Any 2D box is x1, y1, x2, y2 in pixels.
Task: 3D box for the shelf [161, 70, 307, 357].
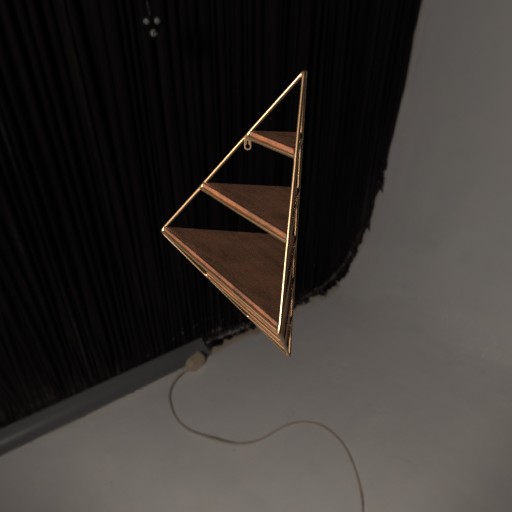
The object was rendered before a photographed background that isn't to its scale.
[{"bbox_3d":[0.000,0.000,1.202,0.294,0.913,0.564,-21,37,-30],"label":"shelf"}]
